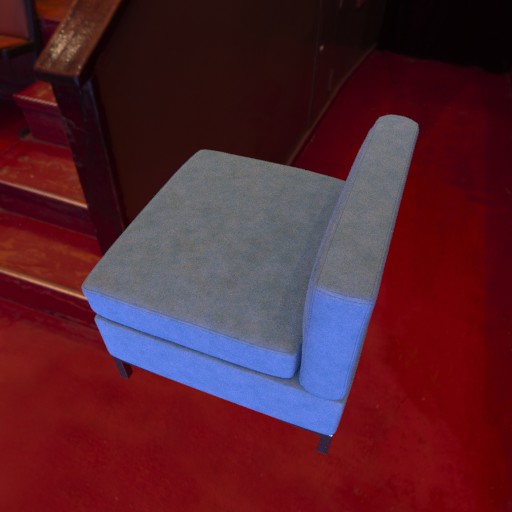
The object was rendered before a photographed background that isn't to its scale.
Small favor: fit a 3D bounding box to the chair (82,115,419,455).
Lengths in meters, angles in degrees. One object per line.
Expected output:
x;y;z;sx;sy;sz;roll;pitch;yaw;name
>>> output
0.000;0.000;1.249;0.685;0.660;0.684;15;48;15;chair
